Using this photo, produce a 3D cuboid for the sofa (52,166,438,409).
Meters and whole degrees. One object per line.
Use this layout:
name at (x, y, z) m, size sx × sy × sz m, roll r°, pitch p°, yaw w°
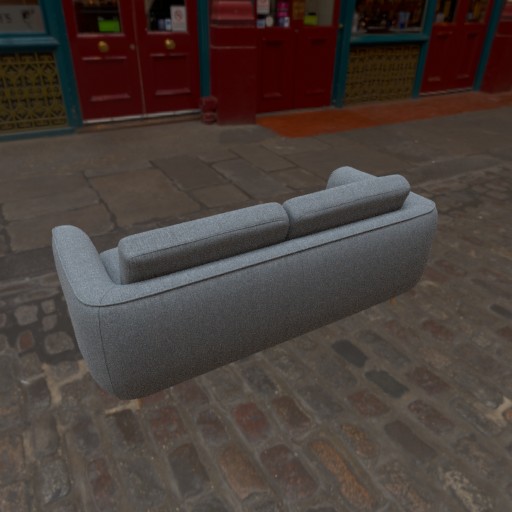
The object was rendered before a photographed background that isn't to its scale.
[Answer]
sofa at (0.000, 0.000, 2.465) m, size 2.000 × 0.870 × 0.920 m, roll -16°, pitch 34°, yaw -26°
